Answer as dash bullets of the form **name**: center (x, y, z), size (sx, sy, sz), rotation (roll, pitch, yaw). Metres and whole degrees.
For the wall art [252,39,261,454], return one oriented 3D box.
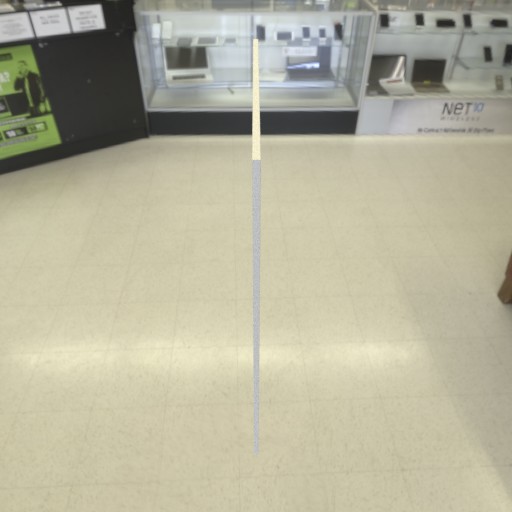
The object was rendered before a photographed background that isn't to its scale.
- **wall art**: center (0.000, 0.000, 1.221), size (0.013, 0.940, 0.659), rotation (0, 40, 0)
